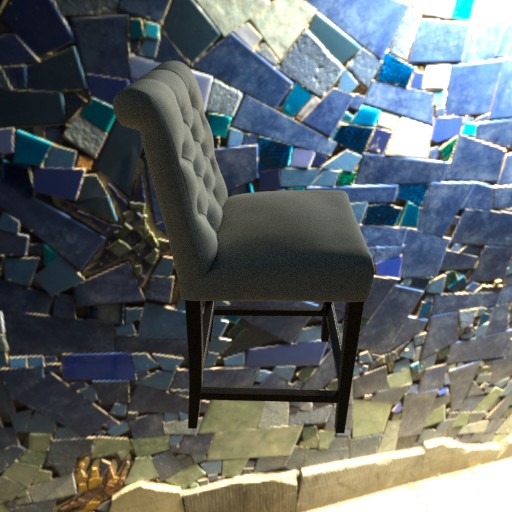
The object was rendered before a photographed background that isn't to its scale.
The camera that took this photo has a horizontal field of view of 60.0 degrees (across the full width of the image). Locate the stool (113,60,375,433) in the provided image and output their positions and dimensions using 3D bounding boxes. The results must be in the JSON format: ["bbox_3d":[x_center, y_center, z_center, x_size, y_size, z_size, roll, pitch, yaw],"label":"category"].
[{"bbox_3d":[0.000,0.000,1.341,0.601,1.040,0.493,1,31,1],"label":"stool"}]
